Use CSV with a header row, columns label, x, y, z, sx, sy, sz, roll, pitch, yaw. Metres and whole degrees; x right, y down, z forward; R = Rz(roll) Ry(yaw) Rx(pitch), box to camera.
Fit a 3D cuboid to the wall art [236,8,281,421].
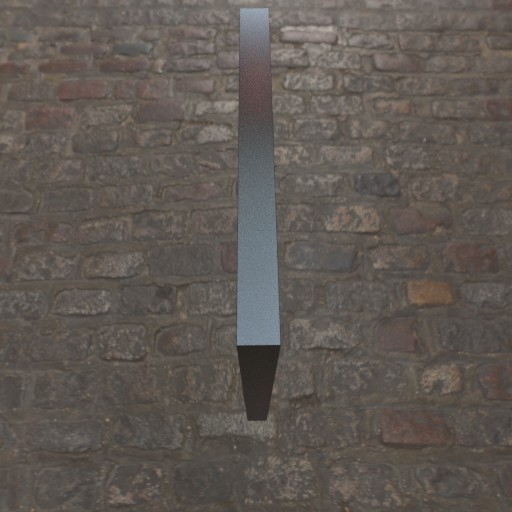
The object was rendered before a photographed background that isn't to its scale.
label,x,y,z,sx,sy,sz,roll,pitch,yaw
wall art,0.000,0.000,0.725,0.038,0.551,0.448,-1,63,0
